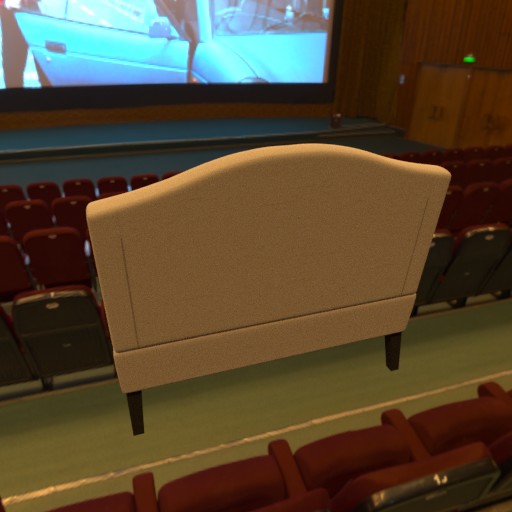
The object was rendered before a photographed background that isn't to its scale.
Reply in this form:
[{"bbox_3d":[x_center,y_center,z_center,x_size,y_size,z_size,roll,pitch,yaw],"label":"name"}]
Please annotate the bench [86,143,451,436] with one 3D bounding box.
[{"bbox_3d":[0.000,0.000,2.037,1.335,1.180,0.815,-9,29,-16],"label":"bench"}]
